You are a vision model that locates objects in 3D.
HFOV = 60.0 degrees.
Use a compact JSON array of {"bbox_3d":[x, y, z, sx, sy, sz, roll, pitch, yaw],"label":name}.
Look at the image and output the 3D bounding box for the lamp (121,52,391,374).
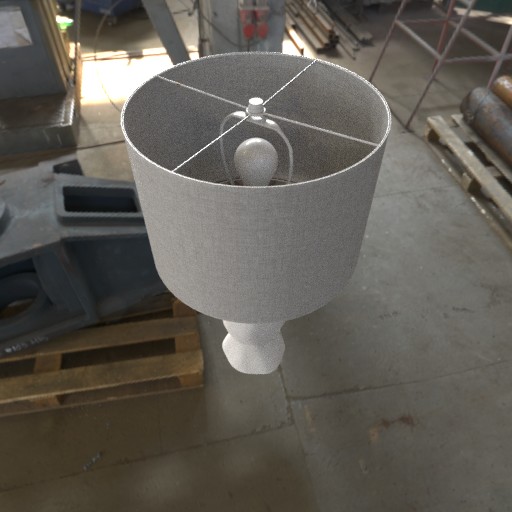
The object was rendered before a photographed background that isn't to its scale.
[{"bbox_3d":[0.000,0.000,0.678,0.298,0.503,0.298,25,51,22],"label":"lamp"}]
